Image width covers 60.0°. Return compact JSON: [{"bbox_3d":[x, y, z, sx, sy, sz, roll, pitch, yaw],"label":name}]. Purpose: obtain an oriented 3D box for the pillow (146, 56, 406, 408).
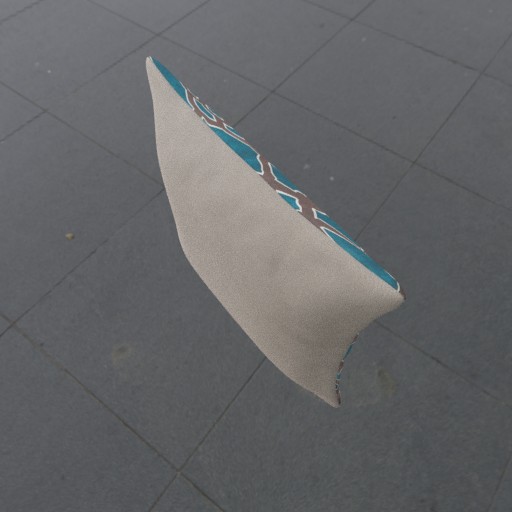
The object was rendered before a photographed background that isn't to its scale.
[{"bbox_3d":[0.000,0.000,0.786,0.166,0.507,0.526,-34,64,-19],"label":"pillow"}]
